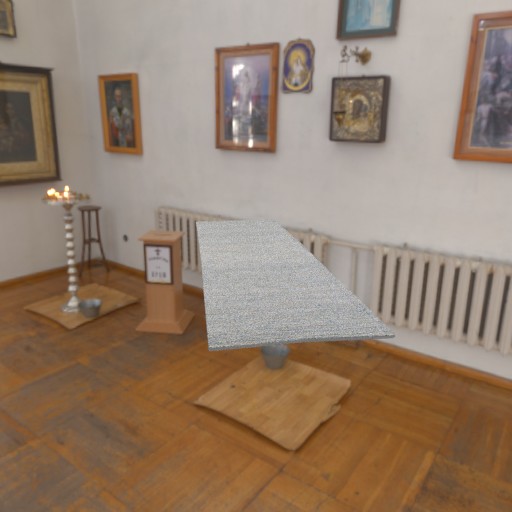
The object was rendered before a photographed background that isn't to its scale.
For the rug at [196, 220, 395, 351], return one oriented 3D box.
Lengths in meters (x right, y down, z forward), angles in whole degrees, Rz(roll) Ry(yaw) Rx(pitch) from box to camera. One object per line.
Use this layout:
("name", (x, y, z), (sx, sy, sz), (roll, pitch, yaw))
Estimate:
("rug", (0.000, 0.000, 2.662), (0.675, 0.037, 2.341), (-2, 15, -8))
